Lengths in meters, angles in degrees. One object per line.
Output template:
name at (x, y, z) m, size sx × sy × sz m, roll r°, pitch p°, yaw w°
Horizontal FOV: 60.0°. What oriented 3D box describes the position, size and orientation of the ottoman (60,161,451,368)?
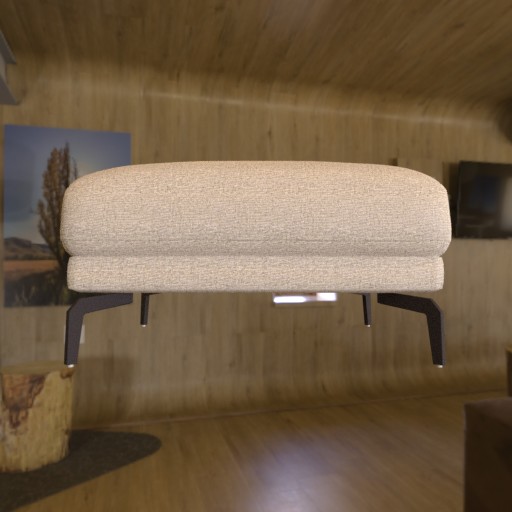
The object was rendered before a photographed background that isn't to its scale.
ottoman at (0.000, 0.000, 1.096) m, size 0.772 × 0.420 × 0.568 m, roll 0°, pitch -1°, yaw 0°
